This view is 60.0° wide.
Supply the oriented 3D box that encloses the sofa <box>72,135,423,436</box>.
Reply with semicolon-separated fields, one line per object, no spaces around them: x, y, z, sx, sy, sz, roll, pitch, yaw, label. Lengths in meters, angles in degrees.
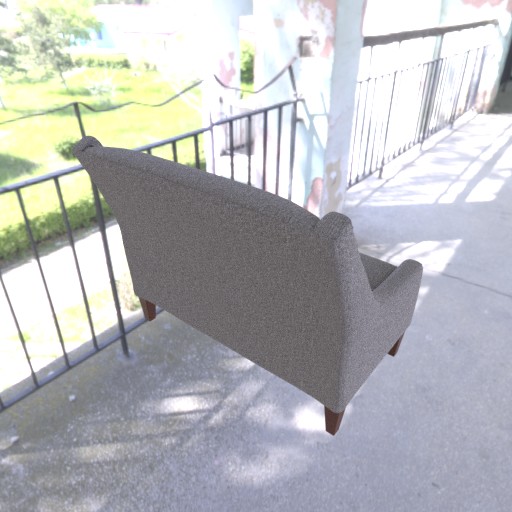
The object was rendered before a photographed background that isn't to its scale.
0.000;0.000;1.974;1.242;1.026;0.862;23;38;32;sofa
